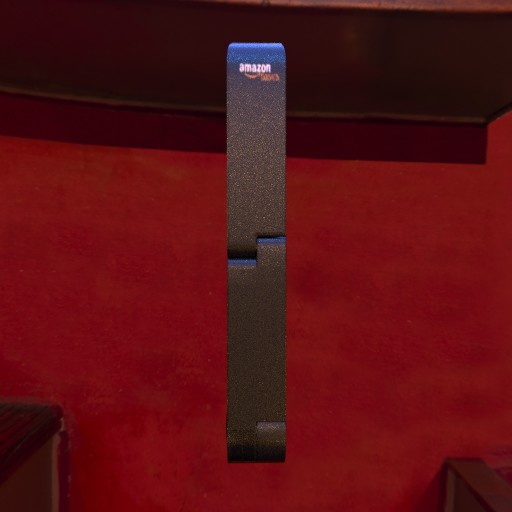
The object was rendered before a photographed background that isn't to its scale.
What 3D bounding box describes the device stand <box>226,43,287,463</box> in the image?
[{"bbox_3d":[0.000,0.000,0.194,0.026,0.030,0.179,0,91,-1],"label":"device stand"}]
